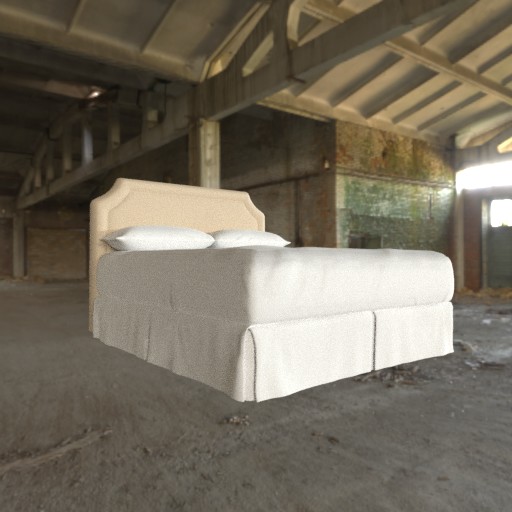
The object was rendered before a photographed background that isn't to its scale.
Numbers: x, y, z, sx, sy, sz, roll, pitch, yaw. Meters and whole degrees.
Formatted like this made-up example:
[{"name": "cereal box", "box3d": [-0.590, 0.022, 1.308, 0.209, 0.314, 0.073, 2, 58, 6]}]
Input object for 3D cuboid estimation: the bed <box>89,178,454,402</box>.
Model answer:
[{"name": "bed", "box3d": [0.000, 0.000, 3.846, 2.134, 1.524, 2.548, 0, 0, -38]}]
